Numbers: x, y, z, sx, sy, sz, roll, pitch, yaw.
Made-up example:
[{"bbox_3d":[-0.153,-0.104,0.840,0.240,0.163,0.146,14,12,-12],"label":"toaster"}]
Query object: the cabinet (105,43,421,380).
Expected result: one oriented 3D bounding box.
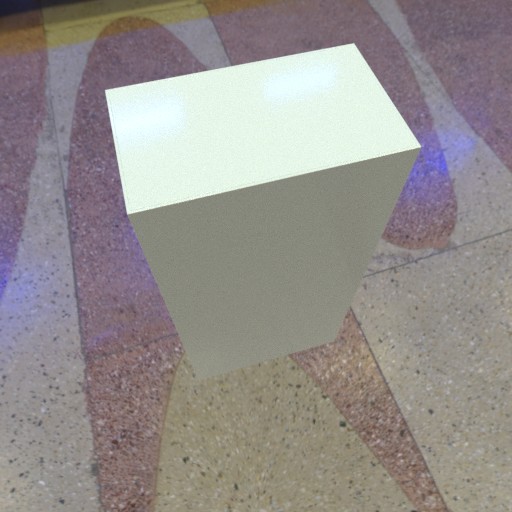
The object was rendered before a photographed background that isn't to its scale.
[{"bbox_3d":[0.000,0.000,2.376,0.980,1.920,0.580,-14,61,-8],"label":"cabinet"}]
